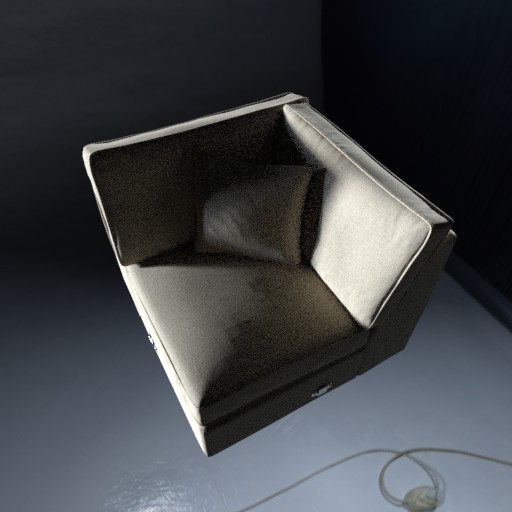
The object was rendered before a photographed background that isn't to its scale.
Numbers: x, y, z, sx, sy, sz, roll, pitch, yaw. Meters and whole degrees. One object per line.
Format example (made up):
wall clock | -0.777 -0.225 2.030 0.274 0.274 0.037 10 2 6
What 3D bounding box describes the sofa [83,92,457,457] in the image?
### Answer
sofa | 0.000 0.000 1.954 1.084 1.002 1.146 -22 51 -19
